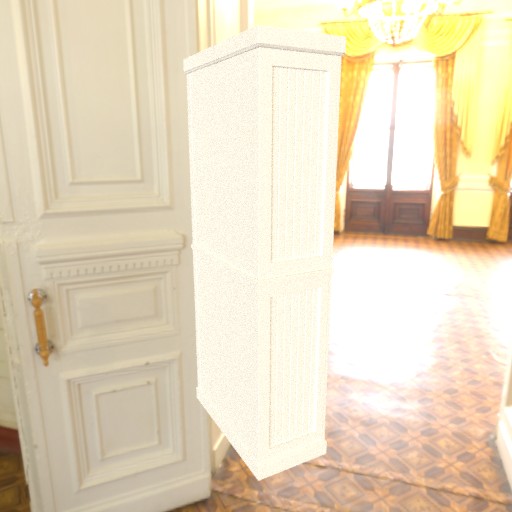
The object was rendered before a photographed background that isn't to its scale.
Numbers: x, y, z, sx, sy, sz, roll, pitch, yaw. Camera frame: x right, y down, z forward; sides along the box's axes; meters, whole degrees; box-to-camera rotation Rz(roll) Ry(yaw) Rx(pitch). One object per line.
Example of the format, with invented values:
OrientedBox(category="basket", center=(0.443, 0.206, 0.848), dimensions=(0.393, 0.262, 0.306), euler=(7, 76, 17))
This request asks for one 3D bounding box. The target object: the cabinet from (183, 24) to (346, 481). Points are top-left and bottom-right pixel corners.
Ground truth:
OrientedBox(category="cabinet", center=(0.000, 0.000, 2.131), dimensions=(0.390, 1.829, 0.754), euler=(-8, 16, -27))
